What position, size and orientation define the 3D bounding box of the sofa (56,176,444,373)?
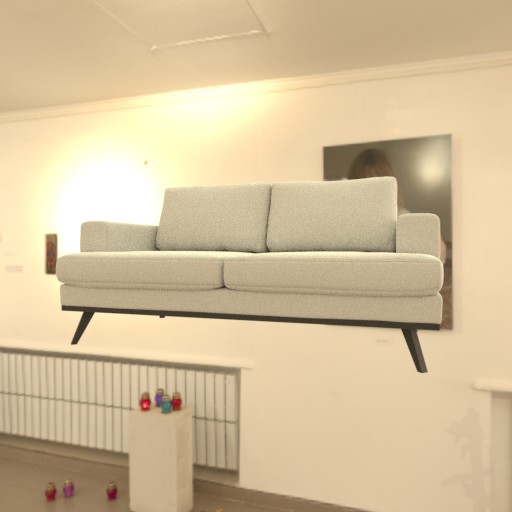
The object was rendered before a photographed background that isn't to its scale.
[{"bbox_3d":[0.000,0.000,2.198,1.650,0.810,0.920,0,1,18],"label":"sofa"}]
